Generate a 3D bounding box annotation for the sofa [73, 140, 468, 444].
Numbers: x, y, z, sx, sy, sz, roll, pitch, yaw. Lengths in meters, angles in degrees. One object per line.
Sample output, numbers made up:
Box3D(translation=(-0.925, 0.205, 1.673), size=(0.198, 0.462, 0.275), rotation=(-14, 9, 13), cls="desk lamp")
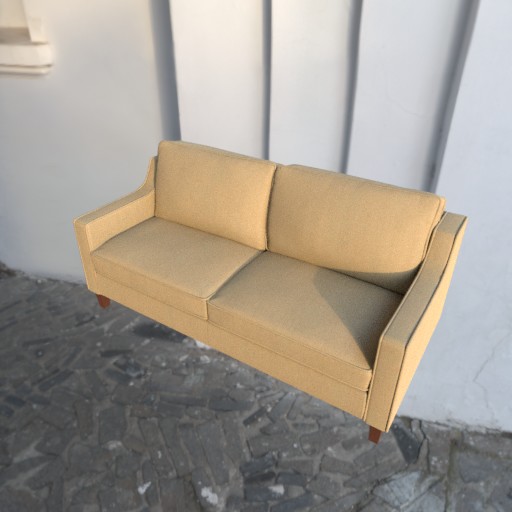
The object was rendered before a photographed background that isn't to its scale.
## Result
Box3D(translation=(0.000, 0.000, 2.805), size=(2.178, 1.071, 1.066), rotation=(19, 36, 28), cls="sofa")
